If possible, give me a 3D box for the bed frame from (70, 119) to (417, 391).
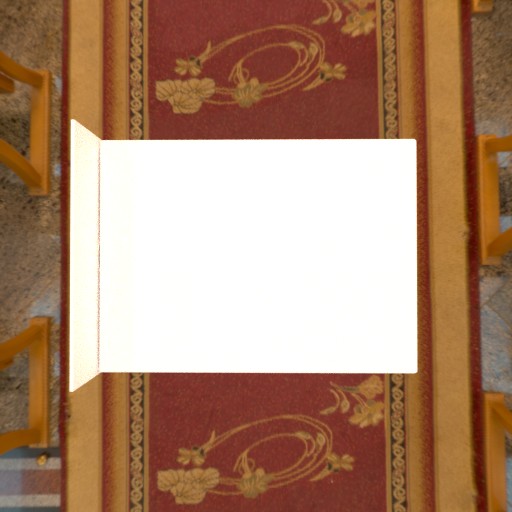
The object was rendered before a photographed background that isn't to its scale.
[{"bbox_3d":[0.000,0.000,2.668,1.900,0.800,1.400,0,89,1],"label":"bed frame"}]
